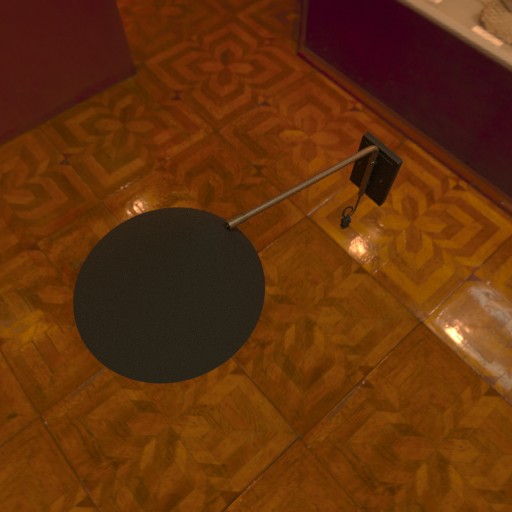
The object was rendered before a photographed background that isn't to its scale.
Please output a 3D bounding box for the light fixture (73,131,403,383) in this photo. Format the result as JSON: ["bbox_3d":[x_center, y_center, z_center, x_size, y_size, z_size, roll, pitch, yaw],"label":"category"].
[{"bbox_3d":[0.000,0.000,0.670,0.516,0.312,0.240,-35,68,-17],"label":"light fixture"}]
